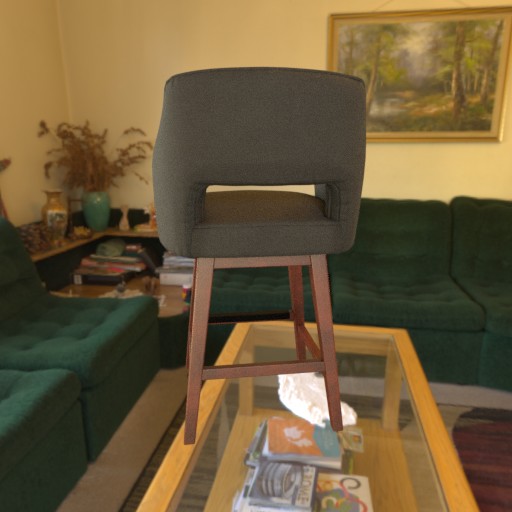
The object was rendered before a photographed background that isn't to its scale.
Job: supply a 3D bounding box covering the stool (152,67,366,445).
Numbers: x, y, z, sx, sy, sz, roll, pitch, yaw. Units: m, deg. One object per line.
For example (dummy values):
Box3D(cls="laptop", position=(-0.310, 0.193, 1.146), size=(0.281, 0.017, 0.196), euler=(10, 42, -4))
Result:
Box3D(cls="stool", position=(0.000, 0.000, 1.251), size=(0.548, 0.912, 0.558), euler=(-2, 14, -8))
